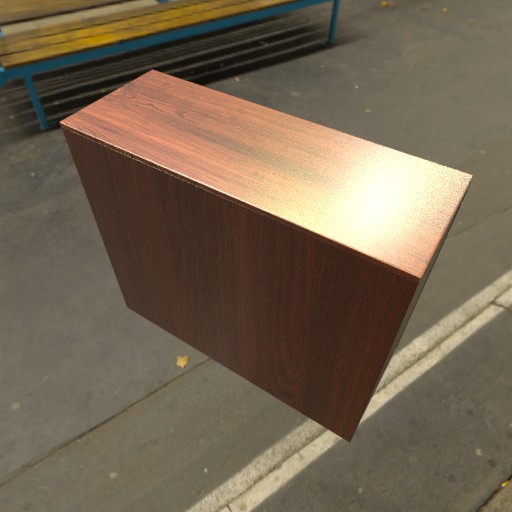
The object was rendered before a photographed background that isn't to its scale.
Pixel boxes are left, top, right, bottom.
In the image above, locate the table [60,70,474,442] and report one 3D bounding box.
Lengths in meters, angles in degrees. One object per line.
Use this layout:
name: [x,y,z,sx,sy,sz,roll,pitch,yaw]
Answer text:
table: [0.000,0.000,1.338,0.930,0.790,0.380,26,53,22]
